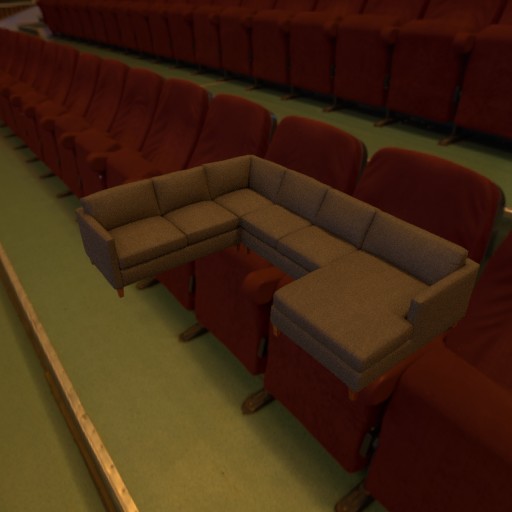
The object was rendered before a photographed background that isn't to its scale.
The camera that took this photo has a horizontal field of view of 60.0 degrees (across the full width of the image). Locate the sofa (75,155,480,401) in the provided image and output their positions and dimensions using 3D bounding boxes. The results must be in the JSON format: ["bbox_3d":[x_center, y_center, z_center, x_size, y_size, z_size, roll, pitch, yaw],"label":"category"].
[{"bbox_3d":[0.000,0.000,4.657,2.594,0.961,3.460,-22,38,-31],"label":"sofa"}]
